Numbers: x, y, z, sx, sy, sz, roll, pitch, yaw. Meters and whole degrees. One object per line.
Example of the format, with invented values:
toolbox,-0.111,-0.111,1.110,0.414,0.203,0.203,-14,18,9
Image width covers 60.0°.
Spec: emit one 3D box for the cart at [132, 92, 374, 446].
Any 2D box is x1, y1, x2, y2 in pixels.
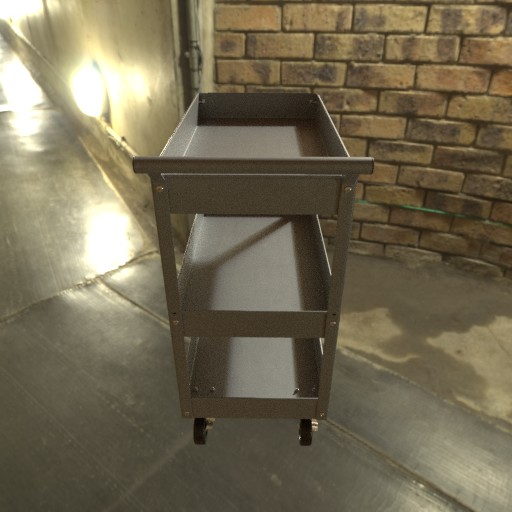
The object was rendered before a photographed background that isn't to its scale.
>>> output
cart,0.000,0.000,1.175,0.366,0.780,0.719,0,32,1
